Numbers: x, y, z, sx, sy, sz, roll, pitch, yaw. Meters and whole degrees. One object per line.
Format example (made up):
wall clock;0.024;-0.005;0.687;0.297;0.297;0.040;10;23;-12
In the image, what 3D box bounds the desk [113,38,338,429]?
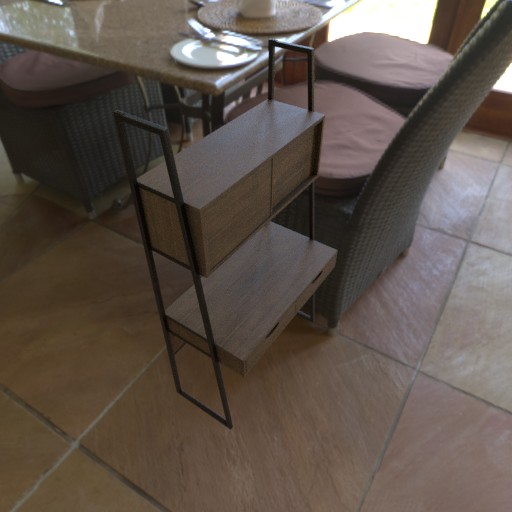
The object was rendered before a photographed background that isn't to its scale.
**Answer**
desk;0.000;0.000;2.313;0.515;1.809;0.982;25;48;25
